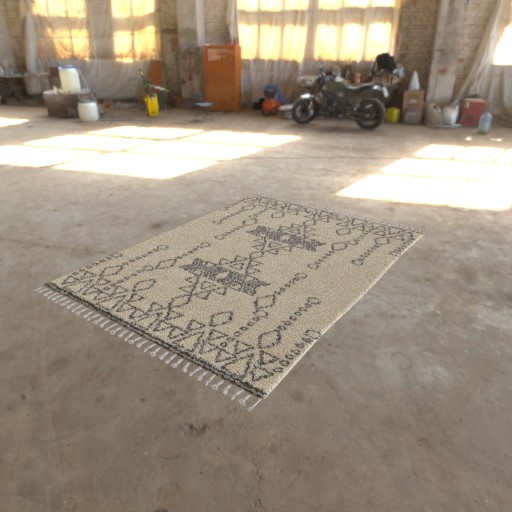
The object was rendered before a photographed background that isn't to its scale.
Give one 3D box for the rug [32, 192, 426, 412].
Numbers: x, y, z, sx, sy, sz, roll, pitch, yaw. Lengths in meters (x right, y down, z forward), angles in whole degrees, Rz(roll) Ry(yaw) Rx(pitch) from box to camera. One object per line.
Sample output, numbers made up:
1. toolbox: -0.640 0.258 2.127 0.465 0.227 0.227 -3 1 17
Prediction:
1. rug: 0.000 0.000 3.955 2.125 0.028 3.027 18 31 32
